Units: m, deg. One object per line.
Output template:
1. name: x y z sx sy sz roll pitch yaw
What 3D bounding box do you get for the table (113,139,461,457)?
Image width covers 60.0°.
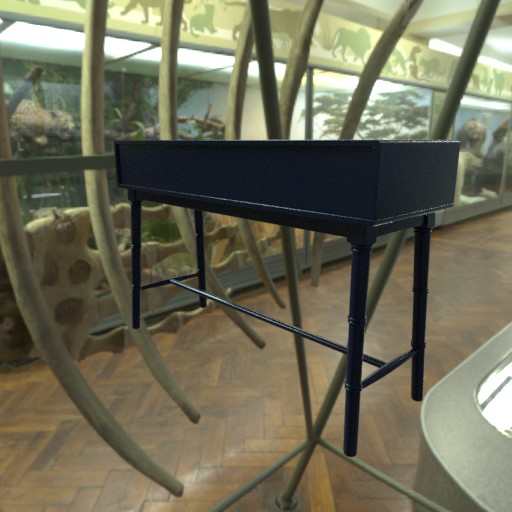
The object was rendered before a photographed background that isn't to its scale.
1. table: 0.000 0.000 1.480 0.399 0.749 1.118 -14 20 -42
